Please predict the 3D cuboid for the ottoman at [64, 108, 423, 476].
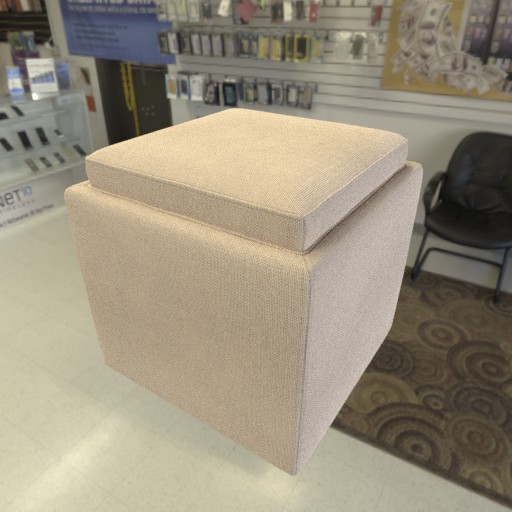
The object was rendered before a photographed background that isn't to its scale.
[{"bbox_3d":[0.000,0.000,0.818,0.451,0.460,0.450,19,35,29],"label":"ottoman"}]
